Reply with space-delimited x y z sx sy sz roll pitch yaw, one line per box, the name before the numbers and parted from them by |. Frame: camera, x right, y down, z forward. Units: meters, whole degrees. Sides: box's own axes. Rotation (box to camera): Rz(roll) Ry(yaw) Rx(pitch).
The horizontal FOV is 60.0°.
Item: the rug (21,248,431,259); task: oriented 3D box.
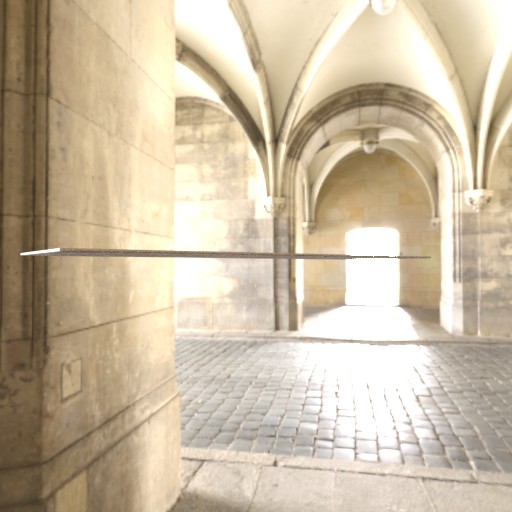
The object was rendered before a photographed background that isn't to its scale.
rug | 0.000 0.000 2.715 2.452 0.017 0.855 1 -2 -37
